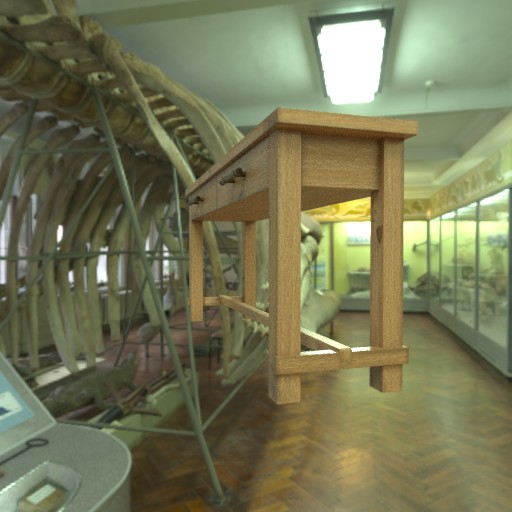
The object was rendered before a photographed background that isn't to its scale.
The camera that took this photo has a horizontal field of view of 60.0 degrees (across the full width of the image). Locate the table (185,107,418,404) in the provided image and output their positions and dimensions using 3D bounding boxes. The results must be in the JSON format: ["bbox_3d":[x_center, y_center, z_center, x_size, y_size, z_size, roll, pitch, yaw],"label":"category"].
[{"bbox_3d":[0.000,0.000,1.924,0.442,0.762,1.599,0,1,-17],"label":"table"}]
